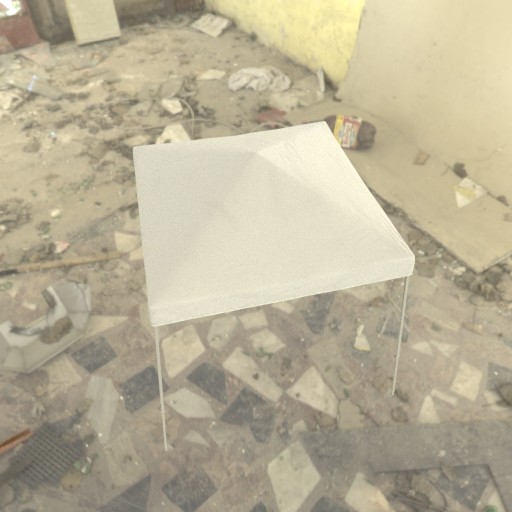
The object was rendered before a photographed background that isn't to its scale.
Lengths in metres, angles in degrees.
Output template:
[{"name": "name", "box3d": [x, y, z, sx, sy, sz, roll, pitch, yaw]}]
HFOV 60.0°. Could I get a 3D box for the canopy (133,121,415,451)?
[{"name": "canopy", "box3d": [0.000, 0.000, 6.554, 3.599, 3.600, 3.600, -10, 48, -9]}]
